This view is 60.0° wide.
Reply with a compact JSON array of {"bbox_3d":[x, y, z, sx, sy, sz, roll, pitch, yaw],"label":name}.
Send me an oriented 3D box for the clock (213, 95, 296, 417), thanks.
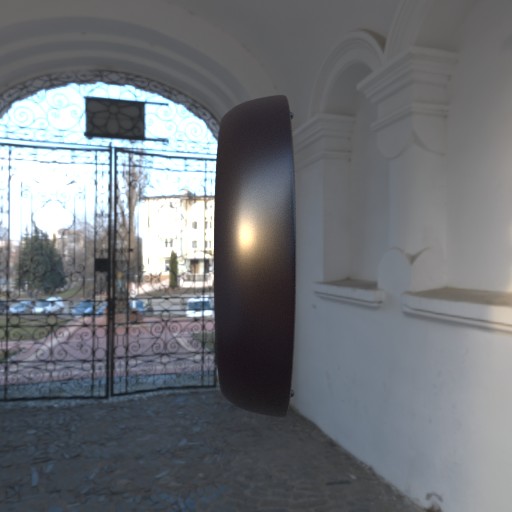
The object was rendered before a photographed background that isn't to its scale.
[{"bbox_3d":[0.000,0.000,0.439,0.060,0.300,0.300,0,0,0],"label":"clock"}]
